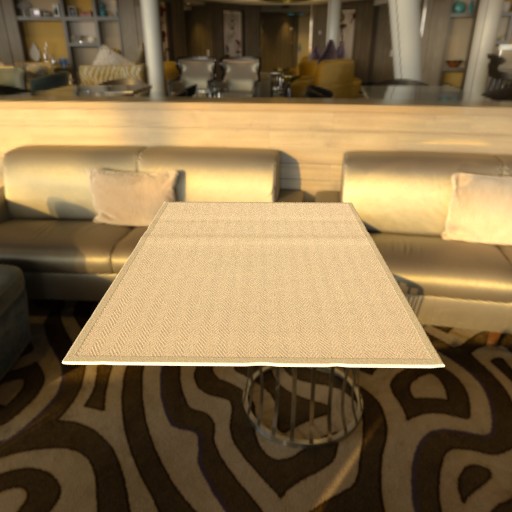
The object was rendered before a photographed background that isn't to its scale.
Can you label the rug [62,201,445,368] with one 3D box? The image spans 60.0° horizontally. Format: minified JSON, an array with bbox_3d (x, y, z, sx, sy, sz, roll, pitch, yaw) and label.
[{"bbox_3d":[0.000,0.000,4.799,2.734,0.037,3.659,0,25,1],"label":"rug"}]
